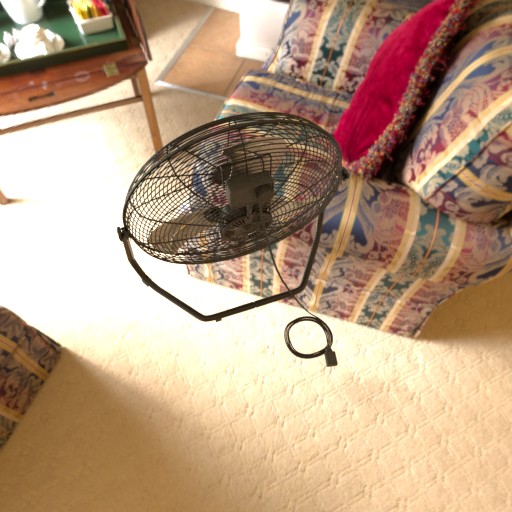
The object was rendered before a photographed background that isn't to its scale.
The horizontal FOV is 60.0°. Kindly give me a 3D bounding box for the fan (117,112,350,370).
[{"bbox_3d":[0.000,0.000,0.926,0.555,0.546,0.424,-16,60,-10],"label":"fan"}]
